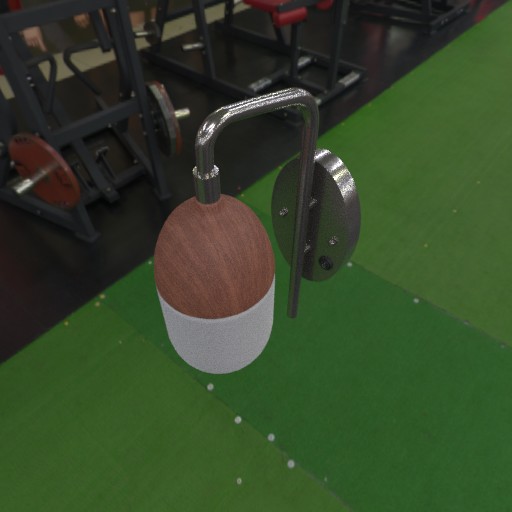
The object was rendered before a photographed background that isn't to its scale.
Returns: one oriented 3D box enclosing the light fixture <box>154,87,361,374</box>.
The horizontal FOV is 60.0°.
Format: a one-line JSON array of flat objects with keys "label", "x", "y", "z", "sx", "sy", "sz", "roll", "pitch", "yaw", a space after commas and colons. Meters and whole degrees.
[{"label": "light fixture", "x": 0.000, "y": 0.000, "z": 0.443, "sx": 0.108, "sy": 0.343, "sz": 0.216, "roll": 34, "pitch": 55, "yaw": 28}]
